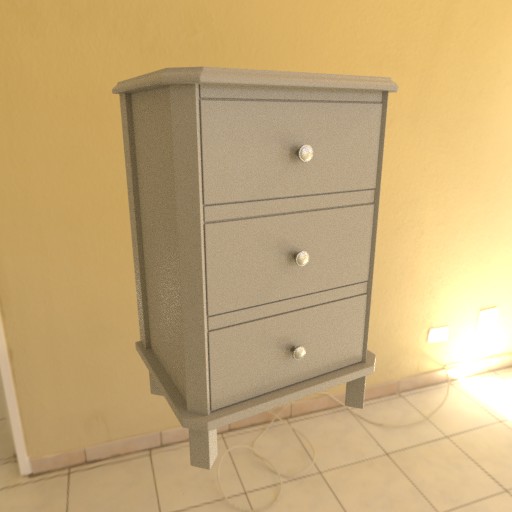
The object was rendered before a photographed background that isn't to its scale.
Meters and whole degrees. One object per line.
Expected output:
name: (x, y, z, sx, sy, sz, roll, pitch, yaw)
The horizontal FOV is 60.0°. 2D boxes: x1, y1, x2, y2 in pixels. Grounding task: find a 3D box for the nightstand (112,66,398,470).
nightstand: (0.000, 0.000, 0.921, 0.450, 0.680, 0.350, -9, 20, -28)
